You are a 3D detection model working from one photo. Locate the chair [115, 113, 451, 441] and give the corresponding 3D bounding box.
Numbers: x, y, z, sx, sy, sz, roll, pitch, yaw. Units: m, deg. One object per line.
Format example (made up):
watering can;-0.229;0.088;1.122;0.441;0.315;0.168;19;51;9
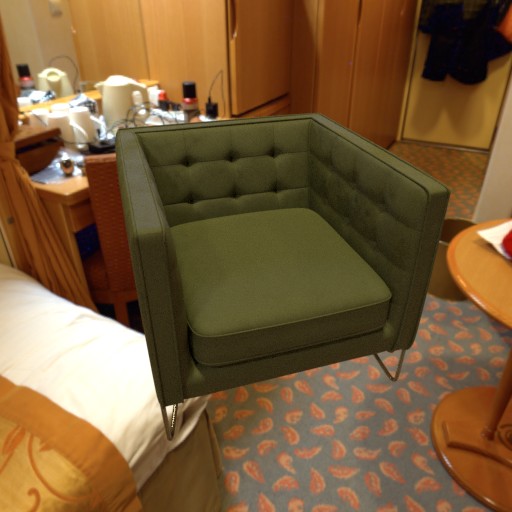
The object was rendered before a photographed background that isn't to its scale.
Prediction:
chair;0.000;0.000;1.641;0.880;0.790;0.894;-9;33;-15
